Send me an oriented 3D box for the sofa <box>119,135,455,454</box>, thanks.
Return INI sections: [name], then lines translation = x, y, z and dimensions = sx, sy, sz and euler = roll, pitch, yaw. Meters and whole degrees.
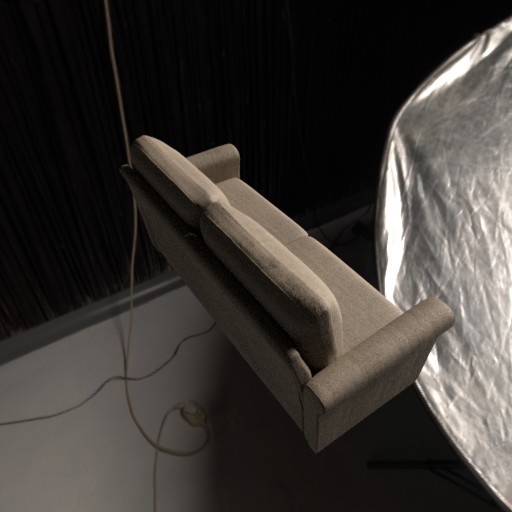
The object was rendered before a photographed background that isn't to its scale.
[sofa]
translation = 0.000, 0.000, 2.467
dimensions = 0.842, 0.942, 1.935
euler = -24, 47, -25
